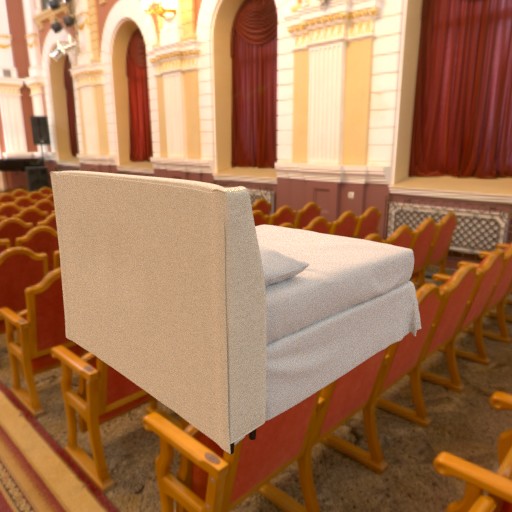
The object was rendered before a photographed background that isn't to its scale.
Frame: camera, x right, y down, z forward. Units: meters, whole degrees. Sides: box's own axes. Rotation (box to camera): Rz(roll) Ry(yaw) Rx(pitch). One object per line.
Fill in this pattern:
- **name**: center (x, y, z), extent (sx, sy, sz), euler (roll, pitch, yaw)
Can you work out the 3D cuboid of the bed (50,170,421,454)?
- **bed**: center (0.000, 0.000, 3.415), extent (2.276, 1.332, 1.925), euler (-14, 19, -43)
